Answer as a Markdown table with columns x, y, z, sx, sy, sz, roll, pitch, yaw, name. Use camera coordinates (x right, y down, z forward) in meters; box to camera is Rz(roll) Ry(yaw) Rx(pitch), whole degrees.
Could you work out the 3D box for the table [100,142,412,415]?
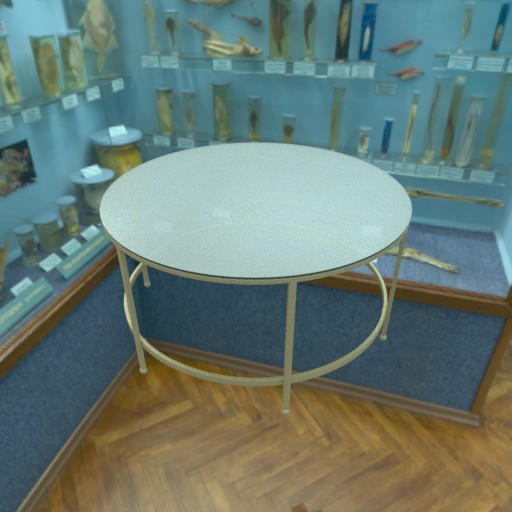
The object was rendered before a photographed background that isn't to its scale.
| x | y | z | sx | sy | sz | roll | pitch | yaw | name |
| --- | --- | --- | --- | --- | --- | --- | --- | --- | --- |
| 0.000 | 0.000 | 1.471 | 0.914 | 0.470 | 0.914 | 0 | 32 | 0 | table |
